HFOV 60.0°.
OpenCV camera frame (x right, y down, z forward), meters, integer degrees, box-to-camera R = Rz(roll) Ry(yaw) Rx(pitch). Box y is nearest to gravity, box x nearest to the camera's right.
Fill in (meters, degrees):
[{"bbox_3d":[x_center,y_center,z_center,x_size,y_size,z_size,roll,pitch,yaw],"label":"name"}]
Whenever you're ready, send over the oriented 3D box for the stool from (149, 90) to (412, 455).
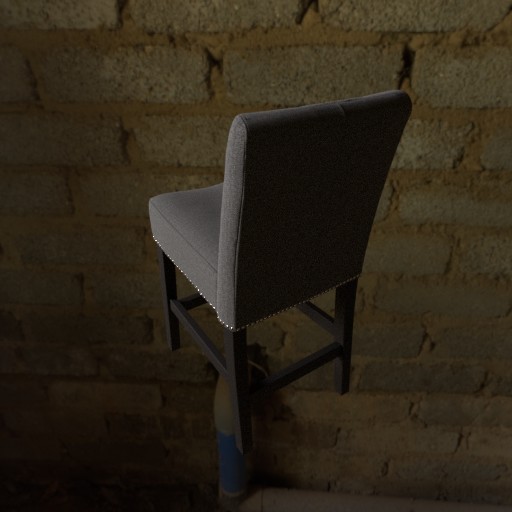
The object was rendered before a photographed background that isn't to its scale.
[{"bbox_3d":[0.000,0.000,1.201,0.427,0.885,0.571,-20,35,-30],"label":"stool"}]
